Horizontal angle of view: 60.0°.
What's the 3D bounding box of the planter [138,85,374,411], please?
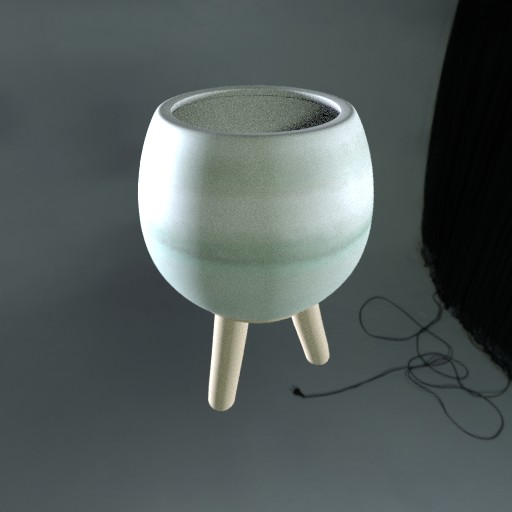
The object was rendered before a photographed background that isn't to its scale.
[{"bbox_3d":[0.000,0.000,0.339,0.161,0.224,0.161,0,33,0],"label":"planter"}]
